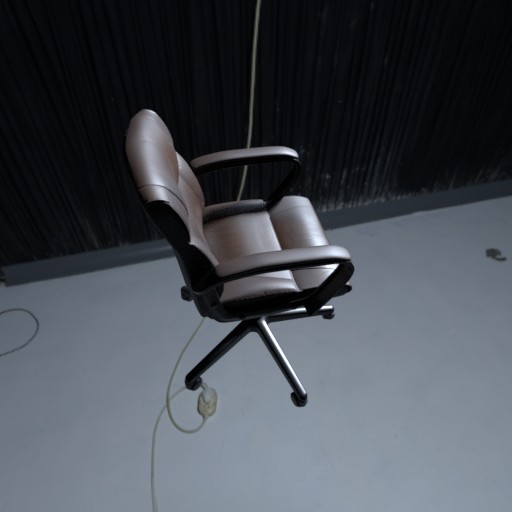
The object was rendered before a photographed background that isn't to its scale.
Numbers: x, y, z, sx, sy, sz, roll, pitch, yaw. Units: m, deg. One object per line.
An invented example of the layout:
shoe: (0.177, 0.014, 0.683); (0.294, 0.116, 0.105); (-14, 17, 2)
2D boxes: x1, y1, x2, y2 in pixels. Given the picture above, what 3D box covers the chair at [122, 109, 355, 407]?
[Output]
chair: (0.000, 0.000, 1.562); (0.717, 1.004, 0.739); (-9, 48, -9)
